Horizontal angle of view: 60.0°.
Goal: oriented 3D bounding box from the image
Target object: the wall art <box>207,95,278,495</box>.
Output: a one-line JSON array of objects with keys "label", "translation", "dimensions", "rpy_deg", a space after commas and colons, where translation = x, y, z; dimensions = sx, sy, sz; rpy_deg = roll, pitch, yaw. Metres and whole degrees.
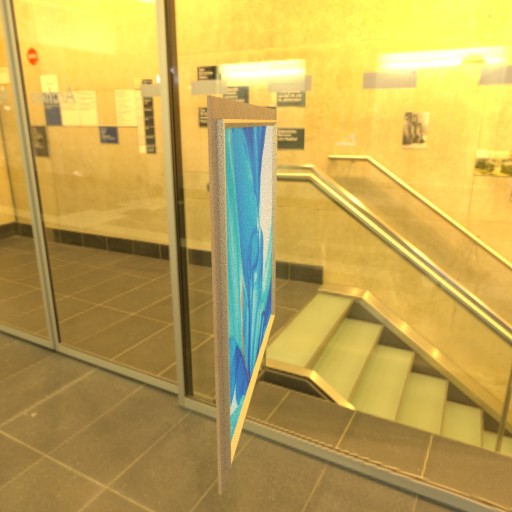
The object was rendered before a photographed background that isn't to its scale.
[{"label": "wall art", "translation": [0.000, 0.000, 1.653], "dimensions": [0.025, 1.067, 1.168], "rpy_deg": [3, 17, 9]}]
